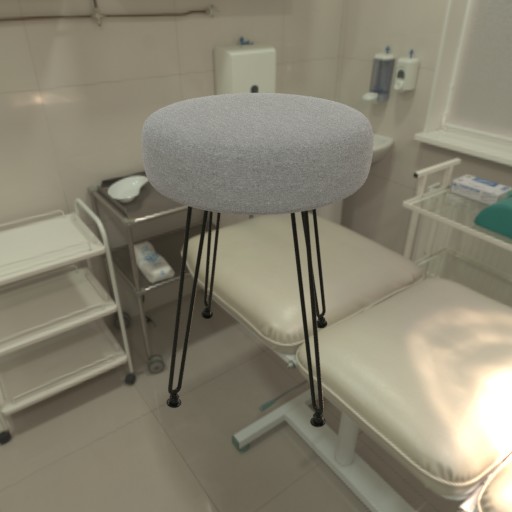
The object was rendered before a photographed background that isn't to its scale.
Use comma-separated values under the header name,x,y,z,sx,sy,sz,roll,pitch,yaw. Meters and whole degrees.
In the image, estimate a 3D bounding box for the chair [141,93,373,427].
name,x,y,z,sx,sy,sz,roll,pitch,yaw
chair,0.000,0.000,0.683,0.350,0.440,0.350,-21,37,-31
